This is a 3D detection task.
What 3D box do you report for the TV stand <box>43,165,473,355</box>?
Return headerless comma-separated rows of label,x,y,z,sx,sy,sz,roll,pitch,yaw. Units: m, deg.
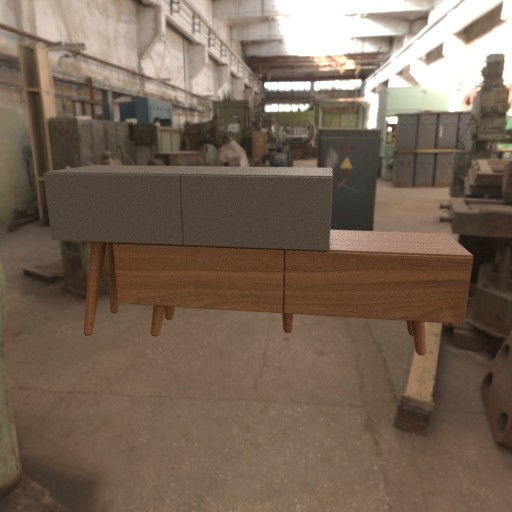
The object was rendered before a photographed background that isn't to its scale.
TV stand,0.000,0.000,1.558,1.336,0.591,0.329,2,16,8
